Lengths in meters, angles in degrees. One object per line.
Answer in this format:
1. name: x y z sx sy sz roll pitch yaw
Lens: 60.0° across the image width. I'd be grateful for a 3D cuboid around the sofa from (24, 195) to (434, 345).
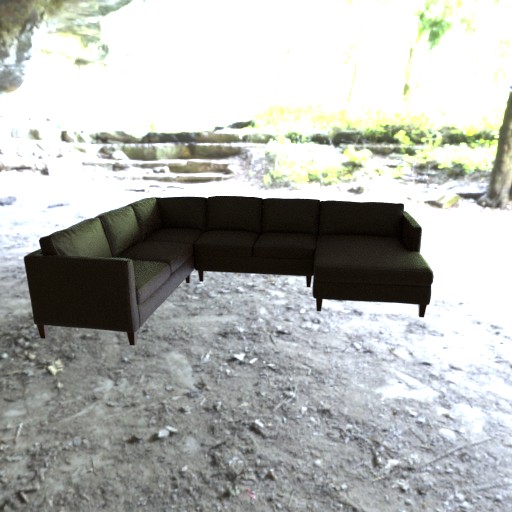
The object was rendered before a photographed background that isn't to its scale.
1. sofa: 0.000 0.000 4.603 3.460 0.923 2.593 2 16 8
